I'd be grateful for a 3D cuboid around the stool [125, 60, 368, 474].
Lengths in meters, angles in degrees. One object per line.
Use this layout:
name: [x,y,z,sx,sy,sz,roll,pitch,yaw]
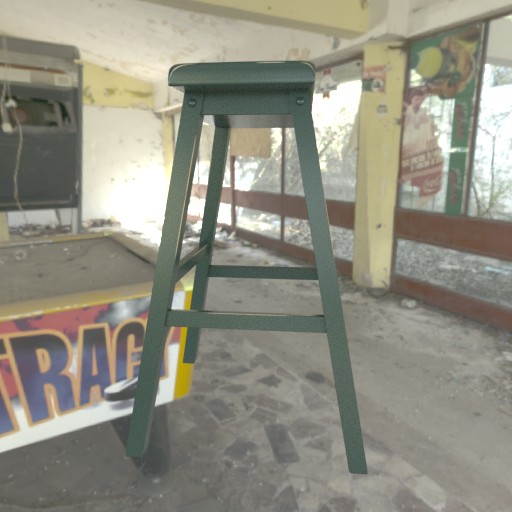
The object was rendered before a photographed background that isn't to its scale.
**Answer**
stool: [0.000,0.000,1.008,0.476,0.737,0.457,1,12,6]
